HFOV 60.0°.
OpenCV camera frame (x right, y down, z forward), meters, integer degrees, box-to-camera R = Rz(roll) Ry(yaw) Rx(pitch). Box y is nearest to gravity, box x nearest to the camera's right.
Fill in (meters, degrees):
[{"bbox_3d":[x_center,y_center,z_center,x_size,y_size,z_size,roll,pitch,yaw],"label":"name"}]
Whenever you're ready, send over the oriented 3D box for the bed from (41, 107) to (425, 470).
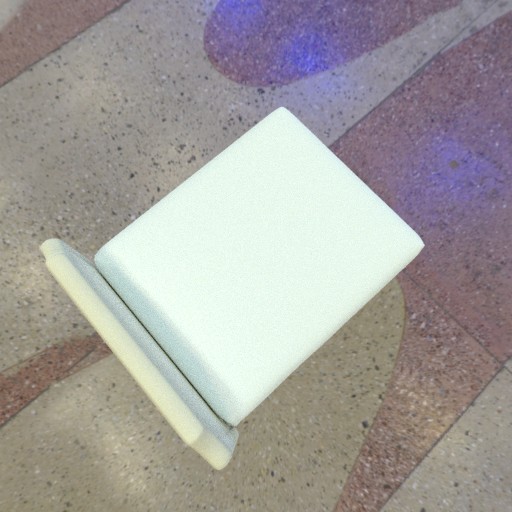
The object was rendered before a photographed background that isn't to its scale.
[{"bbox_3d":[0.000,0.000,3.316,2.209,1.296,1.827,-41,78,-10],"label":"bed"}]
